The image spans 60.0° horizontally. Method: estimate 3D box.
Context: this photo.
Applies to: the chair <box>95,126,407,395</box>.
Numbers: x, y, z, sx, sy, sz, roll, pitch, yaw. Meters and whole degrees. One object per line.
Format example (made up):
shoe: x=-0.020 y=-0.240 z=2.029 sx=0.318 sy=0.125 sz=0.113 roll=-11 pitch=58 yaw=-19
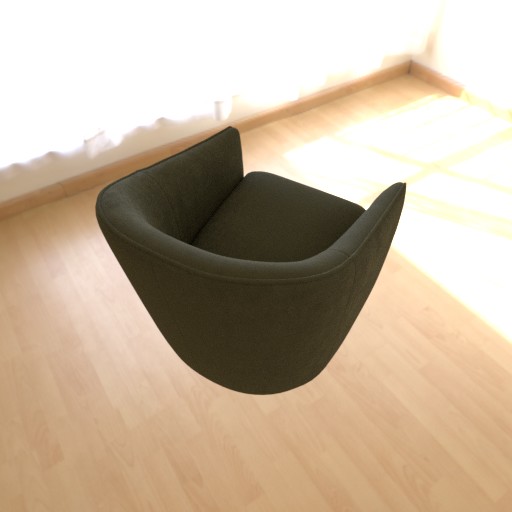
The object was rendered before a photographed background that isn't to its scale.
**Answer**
chair: x=0.000 y=0.000 z=1.485 sx=0.747 sy=0.799 sz=0.875 roll=23 pitch=51 yaw=20
